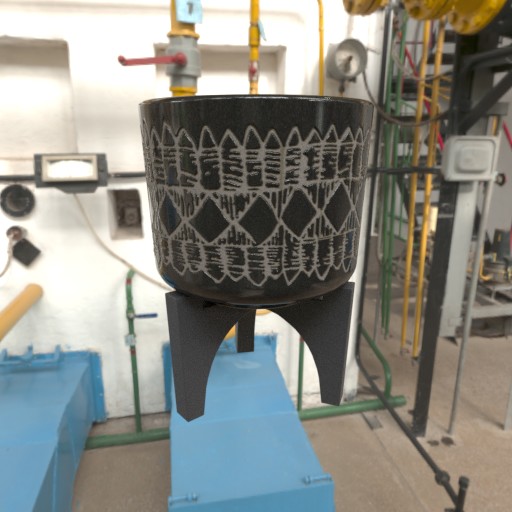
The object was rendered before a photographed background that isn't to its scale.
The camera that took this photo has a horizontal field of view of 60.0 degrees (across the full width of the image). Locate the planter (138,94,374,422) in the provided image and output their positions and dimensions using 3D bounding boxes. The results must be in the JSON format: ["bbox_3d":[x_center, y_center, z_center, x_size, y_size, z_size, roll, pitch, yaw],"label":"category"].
[{"bbox_3d":[0.000,0.000,0.273,0.129,0.177,0.129,0,15,0],"label":"planter"}]
